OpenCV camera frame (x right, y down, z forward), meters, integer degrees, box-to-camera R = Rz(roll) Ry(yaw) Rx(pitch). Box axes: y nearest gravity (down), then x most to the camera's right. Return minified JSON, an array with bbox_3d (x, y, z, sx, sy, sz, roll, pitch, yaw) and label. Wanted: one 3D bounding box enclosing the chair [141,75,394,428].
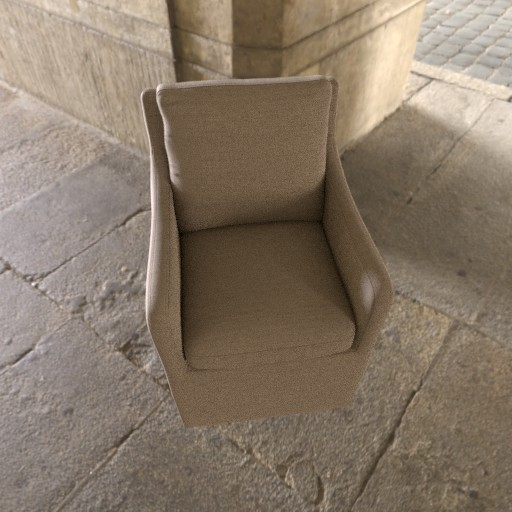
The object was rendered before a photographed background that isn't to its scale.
[{"bbox_3d":[0.000,0.000,1.382,0.626,0.914,0.694,-6,47,-5],"label":"chair"}]
